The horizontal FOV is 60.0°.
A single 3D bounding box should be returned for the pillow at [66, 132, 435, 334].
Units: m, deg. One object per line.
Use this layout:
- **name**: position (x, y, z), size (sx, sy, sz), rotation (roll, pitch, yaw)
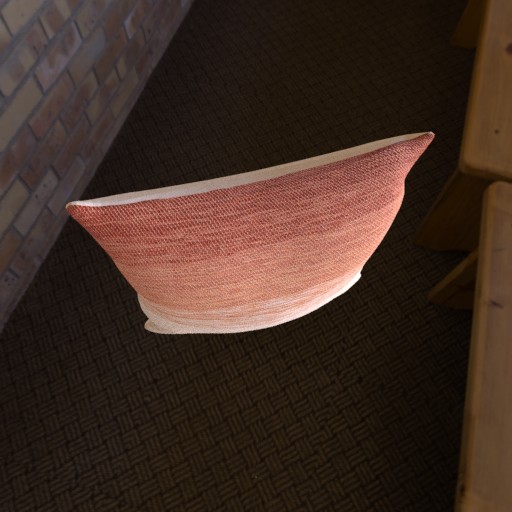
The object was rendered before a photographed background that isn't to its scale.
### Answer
- **pillow**: position (0.000, 0.000, 0.687), size (0.440, 0.441, 0.182), rotation (-13, 64, -6)
